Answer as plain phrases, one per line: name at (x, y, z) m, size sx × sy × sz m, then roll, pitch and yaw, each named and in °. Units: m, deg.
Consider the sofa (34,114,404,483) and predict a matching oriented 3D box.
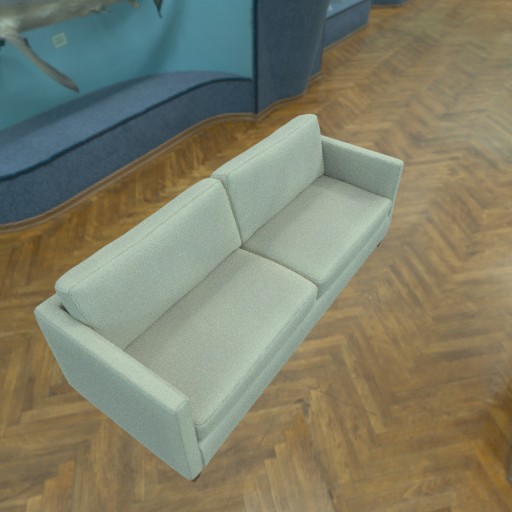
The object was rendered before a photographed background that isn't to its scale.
sofa at (0.000, 0.000, 2.766) m, size 0.951 × 0.968 × 2.361 m, roll 25°, pitch 48°, yaw 26°
